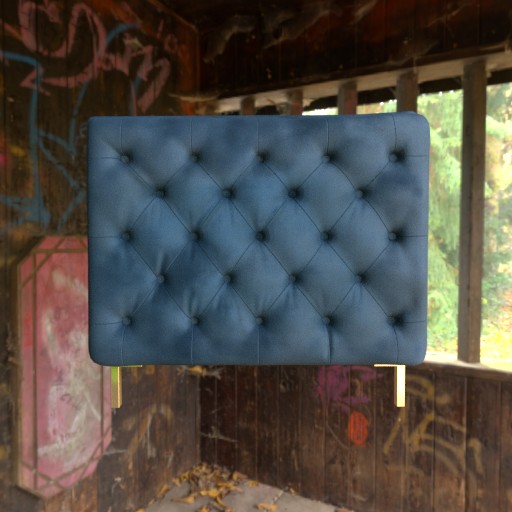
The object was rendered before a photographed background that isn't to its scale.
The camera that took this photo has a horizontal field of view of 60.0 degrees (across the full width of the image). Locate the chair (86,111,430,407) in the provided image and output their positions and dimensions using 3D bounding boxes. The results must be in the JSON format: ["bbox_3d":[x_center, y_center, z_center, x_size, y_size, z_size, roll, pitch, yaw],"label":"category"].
[{"bbox_3d":[0.000,0.000,1.514,0.877,0.771,0.868,0,2,-1],"label":"chair"}]
